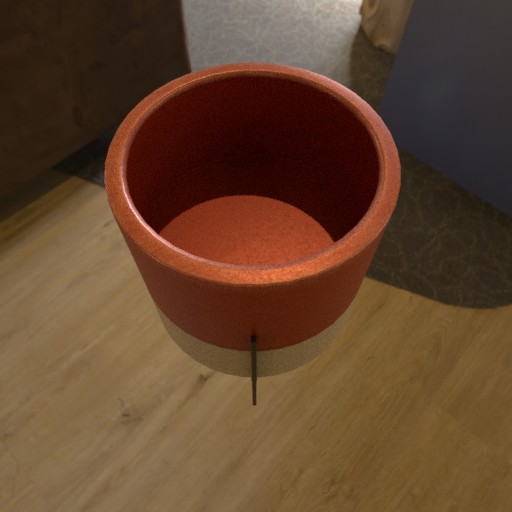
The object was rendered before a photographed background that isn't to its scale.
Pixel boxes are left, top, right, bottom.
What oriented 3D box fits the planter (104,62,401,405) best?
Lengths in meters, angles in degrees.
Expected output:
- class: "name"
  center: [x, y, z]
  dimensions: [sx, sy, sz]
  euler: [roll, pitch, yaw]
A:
- class: "planter"
  center: [0.000, 0.000, 0.714]
  dimensions: [0.354, 0.465, 0.345]
  euler: [-27, 63, -15]
